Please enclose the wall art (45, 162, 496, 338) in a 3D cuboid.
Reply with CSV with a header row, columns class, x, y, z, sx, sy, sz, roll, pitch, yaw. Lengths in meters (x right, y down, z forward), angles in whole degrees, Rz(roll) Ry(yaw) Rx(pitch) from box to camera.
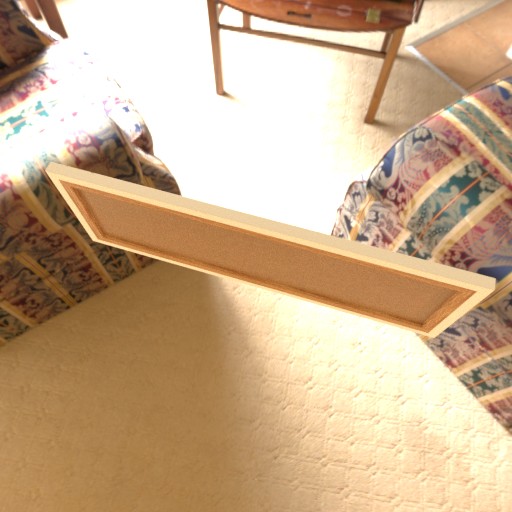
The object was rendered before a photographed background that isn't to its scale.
class,x,y,z,sx,sy,sz,roll,pitch,yaw
wall art,0.000,0.000,1.673,1.520,0.507,0.044,15,64,8
